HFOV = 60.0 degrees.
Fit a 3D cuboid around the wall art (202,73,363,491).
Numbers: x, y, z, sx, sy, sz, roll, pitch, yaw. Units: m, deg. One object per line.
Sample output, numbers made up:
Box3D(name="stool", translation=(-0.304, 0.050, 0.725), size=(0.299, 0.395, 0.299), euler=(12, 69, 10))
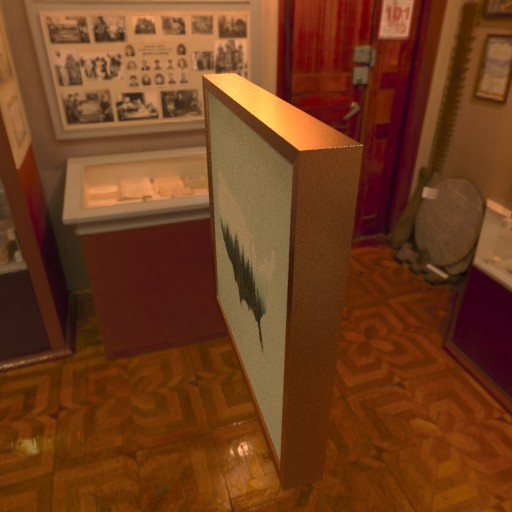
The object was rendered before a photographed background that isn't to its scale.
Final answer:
Box3D(name="wall art", translation=(0.000, 0.000, 0.447), size=(0.038, 0.304, 0.304), euler=(-8, 31, -14))
